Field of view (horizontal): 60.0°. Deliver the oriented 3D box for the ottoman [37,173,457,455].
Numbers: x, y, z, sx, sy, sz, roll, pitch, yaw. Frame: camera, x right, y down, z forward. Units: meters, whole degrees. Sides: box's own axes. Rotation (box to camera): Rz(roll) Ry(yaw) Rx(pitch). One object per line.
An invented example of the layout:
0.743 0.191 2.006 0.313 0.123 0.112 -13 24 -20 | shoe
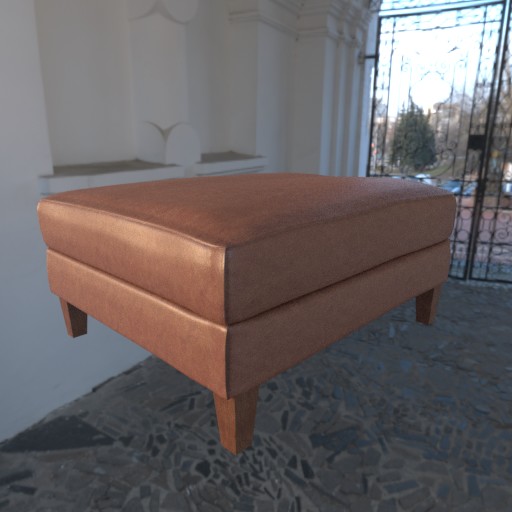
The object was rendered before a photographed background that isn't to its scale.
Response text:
0.000 0.000 1.360 0.836 0.472 0.987 15 21 43 | ottoman
